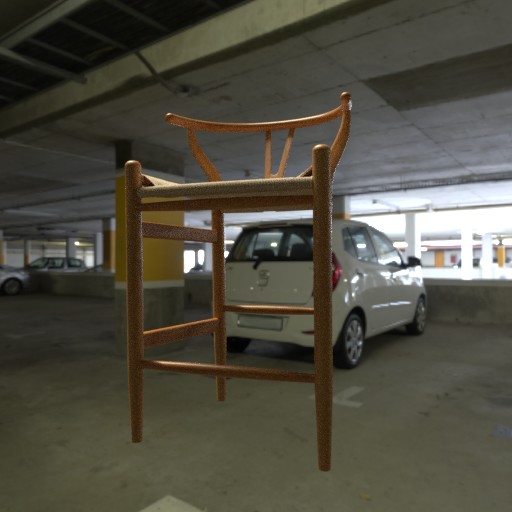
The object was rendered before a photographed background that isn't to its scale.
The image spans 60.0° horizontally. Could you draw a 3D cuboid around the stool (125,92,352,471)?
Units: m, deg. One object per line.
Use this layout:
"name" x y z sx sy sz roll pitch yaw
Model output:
"stool" 0.000 0.000 1.317 0.569 0.970 0.579 0 -1 19
